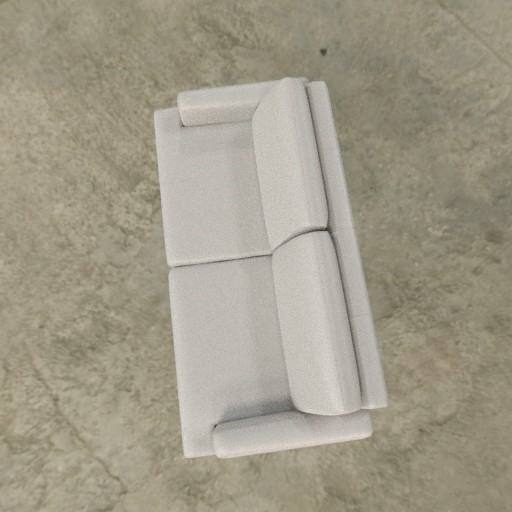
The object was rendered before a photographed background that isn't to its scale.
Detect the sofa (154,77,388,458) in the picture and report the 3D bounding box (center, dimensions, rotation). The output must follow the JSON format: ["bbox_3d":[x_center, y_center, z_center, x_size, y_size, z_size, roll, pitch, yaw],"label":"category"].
[{"bbox_3d":[0.000,0.000,2.389,0.974,0.765,1.940,-7,76,-2],"label":"sofa"}]
